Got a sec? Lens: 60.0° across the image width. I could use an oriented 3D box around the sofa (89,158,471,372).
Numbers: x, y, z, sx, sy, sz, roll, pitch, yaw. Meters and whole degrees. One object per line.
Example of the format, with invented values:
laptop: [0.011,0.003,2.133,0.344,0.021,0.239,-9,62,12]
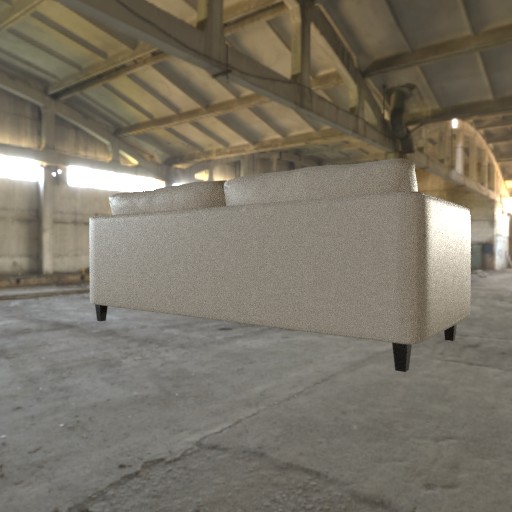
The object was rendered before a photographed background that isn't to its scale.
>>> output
sofa: [0.000,0.000,2.911,2.434,0.965,0.948,1,1,37]
